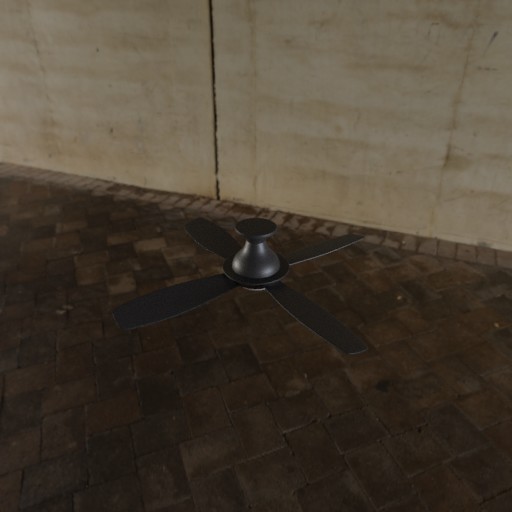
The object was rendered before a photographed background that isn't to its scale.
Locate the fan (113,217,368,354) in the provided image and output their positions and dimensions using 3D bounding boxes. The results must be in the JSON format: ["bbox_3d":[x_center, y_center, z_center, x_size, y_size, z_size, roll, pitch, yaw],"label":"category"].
[{"bbox_3d":[0.000,0.000,2.576,1.694,0.382,1.694,-18,34,-29],"label":"fan"}]
